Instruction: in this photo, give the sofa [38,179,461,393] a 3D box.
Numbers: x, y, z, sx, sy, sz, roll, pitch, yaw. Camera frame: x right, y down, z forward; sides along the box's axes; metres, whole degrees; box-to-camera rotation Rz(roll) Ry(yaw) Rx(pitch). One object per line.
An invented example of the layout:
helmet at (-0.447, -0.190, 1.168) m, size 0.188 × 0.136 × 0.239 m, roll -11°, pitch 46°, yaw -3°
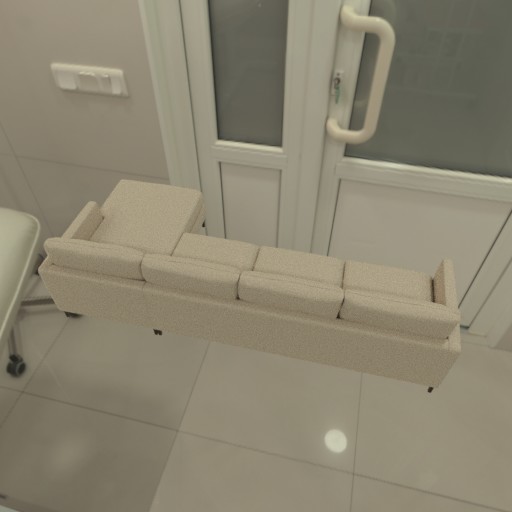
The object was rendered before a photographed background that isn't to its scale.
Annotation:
sofa at (0.000, 0.000, 3.250) m, size 2.731 × 0.755 × 1.258 m, roll 10°, pitch 48°, yaw 9°
